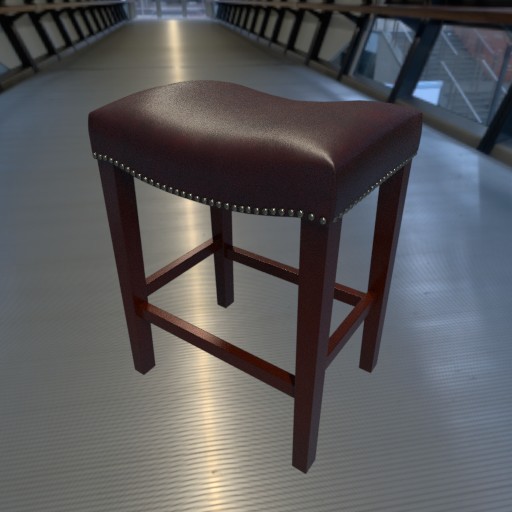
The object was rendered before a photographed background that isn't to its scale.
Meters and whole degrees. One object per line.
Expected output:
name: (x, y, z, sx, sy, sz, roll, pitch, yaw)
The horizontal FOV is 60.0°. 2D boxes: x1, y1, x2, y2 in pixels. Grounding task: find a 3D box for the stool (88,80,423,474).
stool: (0.000, 0.000, 0.952, 0.504, 0.657, 0.372, 20, 36, 29)
